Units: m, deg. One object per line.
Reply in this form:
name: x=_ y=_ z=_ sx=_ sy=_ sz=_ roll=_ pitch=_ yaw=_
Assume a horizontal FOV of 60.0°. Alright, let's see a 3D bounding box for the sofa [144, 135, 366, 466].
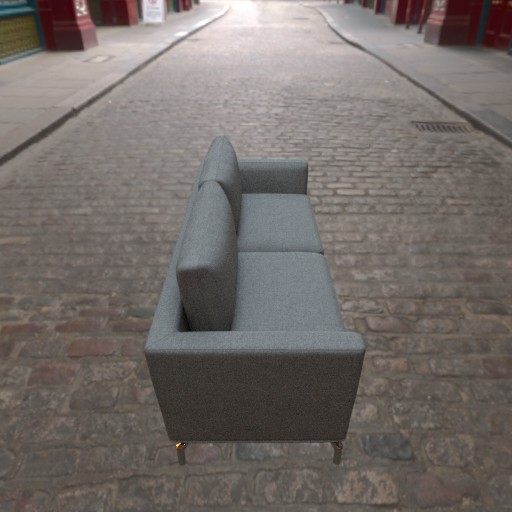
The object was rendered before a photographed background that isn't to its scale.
sofa: x=0.000 y=0.000 z=2.737 sx=0.869 sy=1.002 sz=2.212 roll=0 pitch=31 yaw=0
